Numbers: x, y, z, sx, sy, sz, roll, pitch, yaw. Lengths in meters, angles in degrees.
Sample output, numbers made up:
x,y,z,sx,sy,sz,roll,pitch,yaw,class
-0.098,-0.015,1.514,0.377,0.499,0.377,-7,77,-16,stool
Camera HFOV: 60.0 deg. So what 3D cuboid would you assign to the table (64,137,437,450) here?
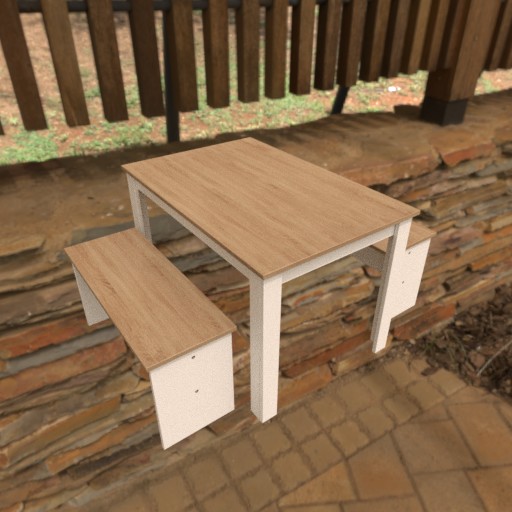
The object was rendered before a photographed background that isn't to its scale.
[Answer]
x,y,z,sx,sy,sz,roll,pitch,yaw,class
0.000,0.000,2.035,1.443,0.700,1.100,-21,38,-30,table
